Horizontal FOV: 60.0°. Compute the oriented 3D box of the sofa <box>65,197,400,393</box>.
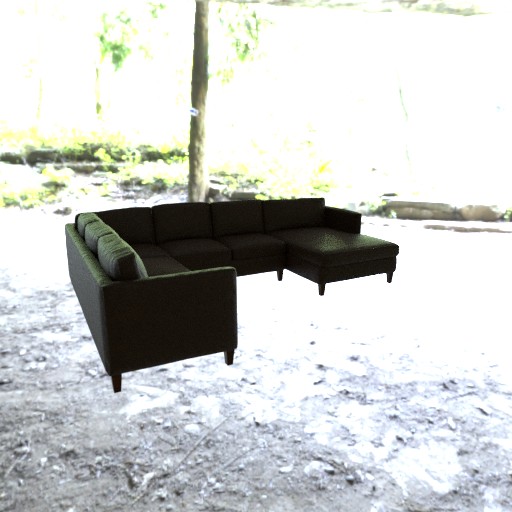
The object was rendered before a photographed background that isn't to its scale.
[{"bbox_3d":[0.000,0.000,4.602,3.460,0.923,2.593,-7,16,-27],"label":"sofa"}]
